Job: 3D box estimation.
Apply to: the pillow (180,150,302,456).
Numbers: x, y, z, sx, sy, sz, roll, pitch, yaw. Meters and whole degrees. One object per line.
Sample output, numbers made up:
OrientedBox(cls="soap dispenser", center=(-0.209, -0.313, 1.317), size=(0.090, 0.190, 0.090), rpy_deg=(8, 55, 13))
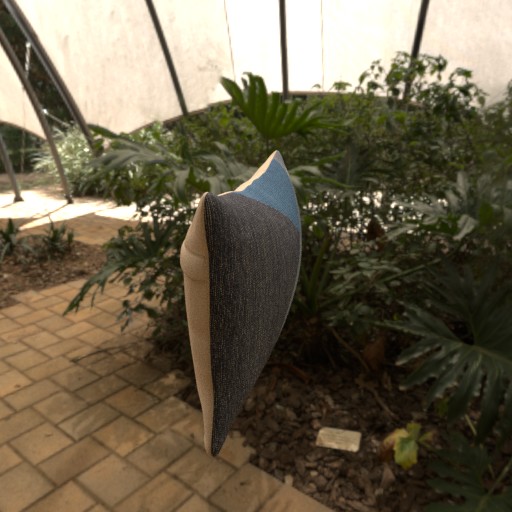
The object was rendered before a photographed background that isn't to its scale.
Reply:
OrientedBox(cls="pillow", center=(0.000, 0.000, 0.741), size=(0.148, 0.307, 0.604), rpy_deg=(3, 17, 9))
